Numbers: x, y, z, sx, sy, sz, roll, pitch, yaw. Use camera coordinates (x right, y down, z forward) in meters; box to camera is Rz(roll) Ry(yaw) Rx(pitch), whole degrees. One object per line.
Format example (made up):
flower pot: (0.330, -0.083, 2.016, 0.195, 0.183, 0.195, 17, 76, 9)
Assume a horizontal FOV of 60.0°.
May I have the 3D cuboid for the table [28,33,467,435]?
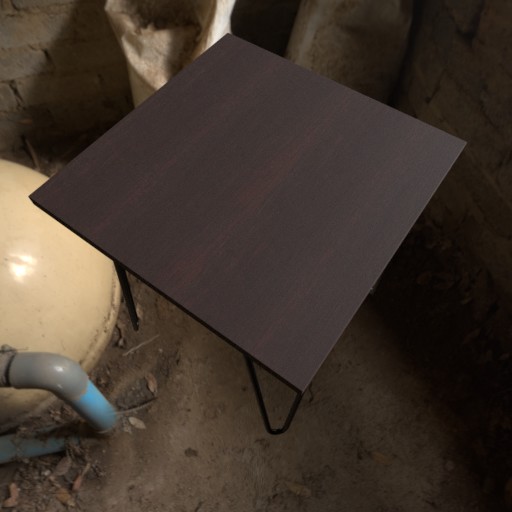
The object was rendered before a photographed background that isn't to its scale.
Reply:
table: (0.000, 0.000, 0.941, 0.495, 0.559, 0.495, 32, 65, 17)
